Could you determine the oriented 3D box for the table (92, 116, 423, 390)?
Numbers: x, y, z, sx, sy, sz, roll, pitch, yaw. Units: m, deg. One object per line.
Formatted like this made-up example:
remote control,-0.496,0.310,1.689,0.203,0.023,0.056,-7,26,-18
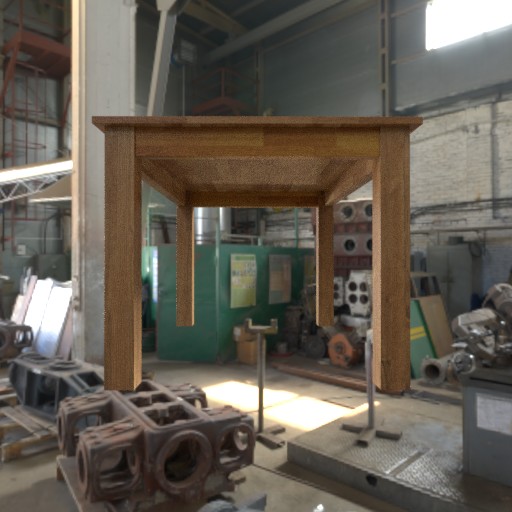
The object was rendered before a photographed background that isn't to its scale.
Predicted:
table,0.000,0.000,1.852,0.900,0.750,1.300,0,0,0
